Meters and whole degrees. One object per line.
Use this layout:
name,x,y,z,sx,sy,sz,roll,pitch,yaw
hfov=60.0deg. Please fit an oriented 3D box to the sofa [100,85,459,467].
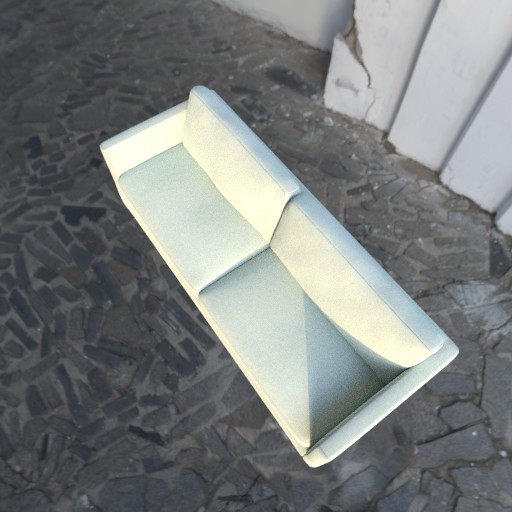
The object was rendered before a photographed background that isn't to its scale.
sofa,0.000,0.000,2.898,0.948,0.965,2.434,-32,67,-16
